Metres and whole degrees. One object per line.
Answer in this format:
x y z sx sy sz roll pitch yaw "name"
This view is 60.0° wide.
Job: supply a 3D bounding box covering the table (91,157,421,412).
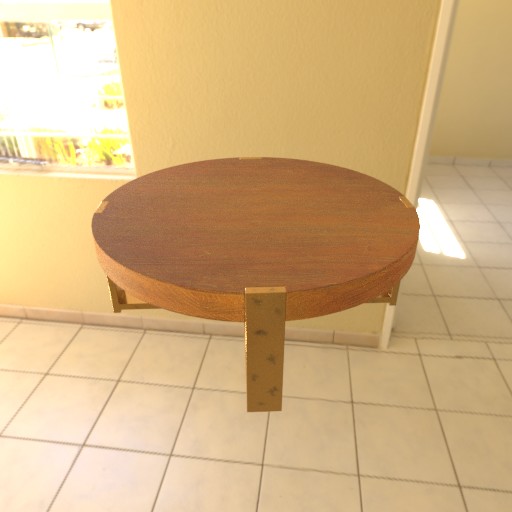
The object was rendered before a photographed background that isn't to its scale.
0.000 0.000 1.665 1.100 0.420 1.100 0 30 0 "table"
